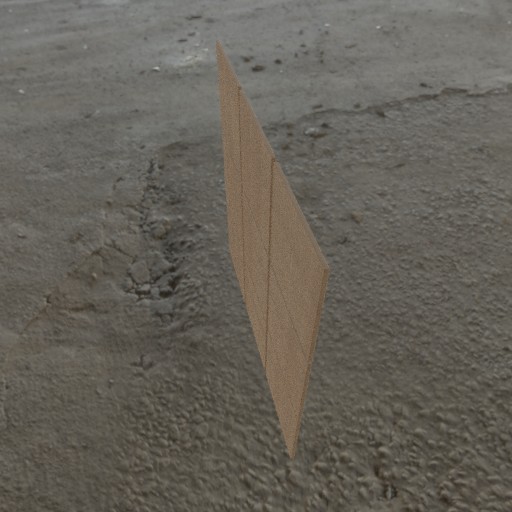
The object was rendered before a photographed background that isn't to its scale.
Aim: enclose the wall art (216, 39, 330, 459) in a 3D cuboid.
[{"bbox_3d":[0.000,0.000,1.789,0.013,1.218,1.219,-11,49,-10],"label":"wall art"}]
